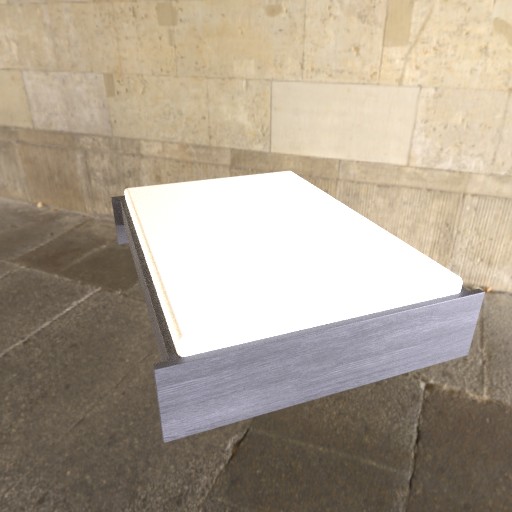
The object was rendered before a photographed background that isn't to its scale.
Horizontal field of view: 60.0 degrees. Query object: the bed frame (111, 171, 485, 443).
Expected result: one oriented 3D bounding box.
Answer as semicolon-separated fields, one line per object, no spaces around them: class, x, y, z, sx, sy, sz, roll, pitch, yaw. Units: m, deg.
bed frame;0.000;0.000;2.658;1.490;0.432;1.950;-10;28;-18
